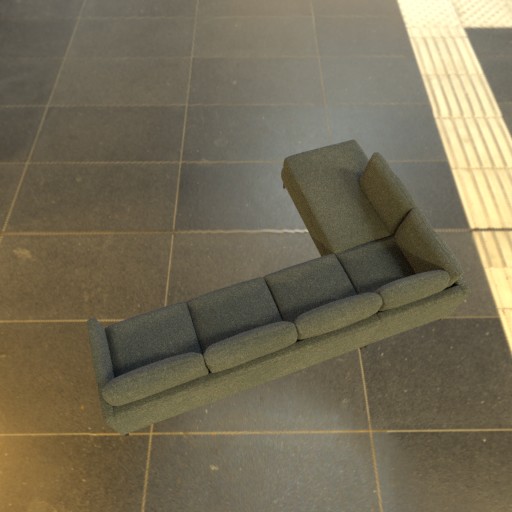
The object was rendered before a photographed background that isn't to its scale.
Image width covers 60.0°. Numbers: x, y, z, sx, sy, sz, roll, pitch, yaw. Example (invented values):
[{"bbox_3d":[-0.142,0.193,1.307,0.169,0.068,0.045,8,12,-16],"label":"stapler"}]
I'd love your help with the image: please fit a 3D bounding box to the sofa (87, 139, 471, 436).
[{"bbox_3d":[0.000,0.000,3.876,2.949,0.815,2.007,-17,60,-10],"label":"sofa"}]
